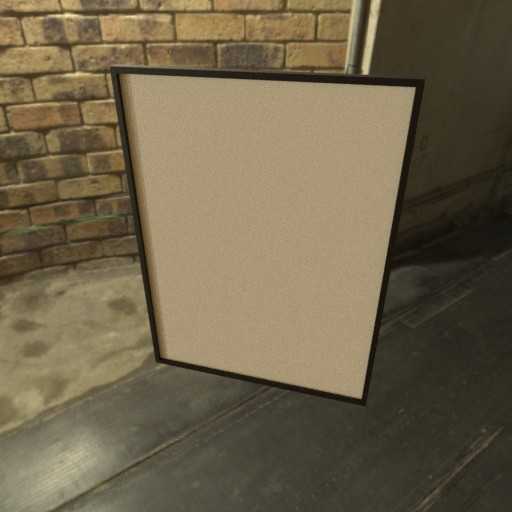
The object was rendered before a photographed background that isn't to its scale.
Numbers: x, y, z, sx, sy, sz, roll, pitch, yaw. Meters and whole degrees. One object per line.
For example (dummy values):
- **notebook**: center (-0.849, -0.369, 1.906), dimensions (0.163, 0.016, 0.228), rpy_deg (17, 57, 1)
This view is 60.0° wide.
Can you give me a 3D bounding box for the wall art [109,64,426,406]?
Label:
- **wall art**: center (0.000, 0.000, 1.376), dimensions (0.802, 1.070, 0.036), rpy_deg (8, 32, 13)
